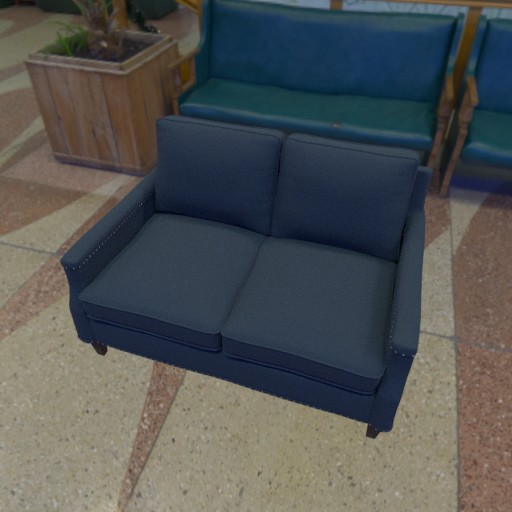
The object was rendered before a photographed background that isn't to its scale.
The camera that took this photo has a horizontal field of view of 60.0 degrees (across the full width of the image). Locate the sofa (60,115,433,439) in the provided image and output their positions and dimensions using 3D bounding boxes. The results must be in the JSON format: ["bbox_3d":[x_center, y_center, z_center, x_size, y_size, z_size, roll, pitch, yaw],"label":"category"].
[{"bbox_3d":[0.000,0.000,2.240,1.597,1.003,1.084,13,42,14],"label":"sofa"}]
